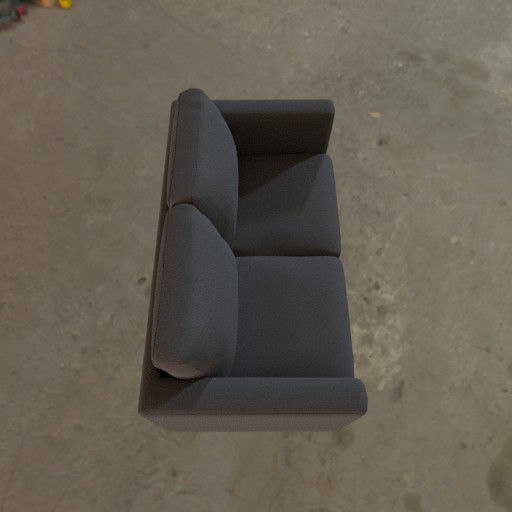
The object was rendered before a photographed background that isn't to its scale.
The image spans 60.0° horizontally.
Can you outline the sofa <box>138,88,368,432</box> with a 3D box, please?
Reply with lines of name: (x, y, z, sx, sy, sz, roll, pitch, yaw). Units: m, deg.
sofa: (0.000, 0.000, 1.992, 0.796, 0.908, 1.430, 0, 63, 0)
